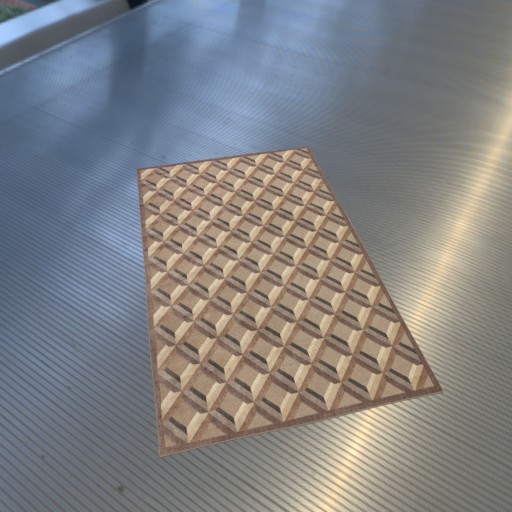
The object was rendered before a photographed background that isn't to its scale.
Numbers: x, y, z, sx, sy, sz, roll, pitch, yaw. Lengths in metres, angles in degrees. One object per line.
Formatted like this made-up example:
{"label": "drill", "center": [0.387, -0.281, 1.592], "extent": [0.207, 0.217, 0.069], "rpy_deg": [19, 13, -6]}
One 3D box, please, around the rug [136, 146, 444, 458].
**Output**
{"label": "rug", "center": [0.000, 0.000, 2.137], "extent": [1.066, 0.011, 1.677], "rpy_deg": [-10, 48, -9]}
